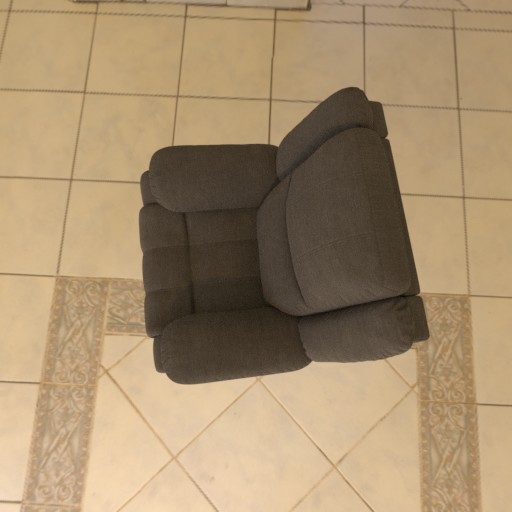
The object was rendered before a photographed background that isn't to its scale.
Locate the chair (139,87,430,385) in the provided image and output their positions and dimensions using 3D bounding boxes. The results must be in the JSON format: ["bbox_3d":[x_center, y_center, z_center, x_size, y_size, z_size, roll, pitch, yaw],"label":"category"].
[{"bbox_3d":[0.000,0.000,1.731,0.944,1.008,0.899,-7,77,-2],"label":"chair"}]
